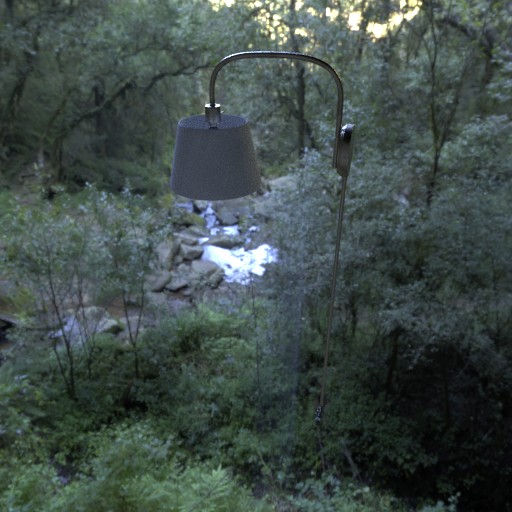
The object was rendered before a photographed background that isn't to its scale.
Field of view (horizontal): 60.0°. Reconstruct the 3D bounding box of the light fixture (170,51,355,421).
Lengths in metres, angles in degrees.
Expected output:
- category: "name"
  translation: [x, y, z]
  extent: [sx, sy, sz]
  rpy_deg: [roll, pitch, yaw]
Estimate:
- category: "light fixture"
  translation: [0.000, 0.000, 0.475]
  extent: [0.176, 0.399, 0.092]
  rpy_deg: [8, 31, 14]
